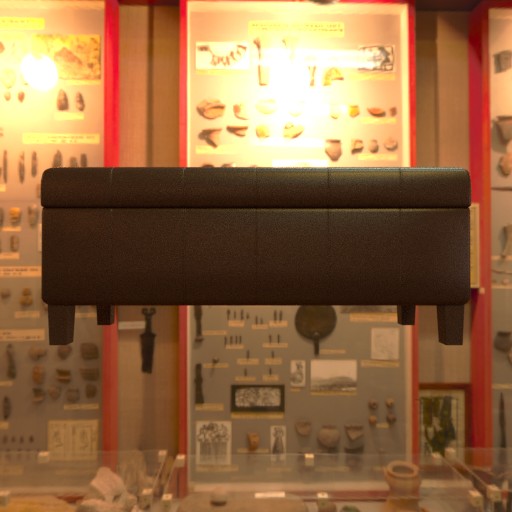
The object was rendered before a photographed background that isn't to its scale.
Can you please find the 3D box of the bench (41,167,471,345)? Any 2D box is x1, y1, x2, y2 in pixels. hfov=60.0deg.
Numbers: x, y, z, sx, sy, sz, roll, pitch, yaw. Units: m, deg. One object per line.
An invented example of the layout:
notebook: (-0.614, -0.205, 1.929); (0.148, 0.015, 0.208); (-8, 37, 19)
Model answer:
bench: (0.000, 0.000, 1.323); (1.092, 0.457, 0.429); (0, 0, 0)
